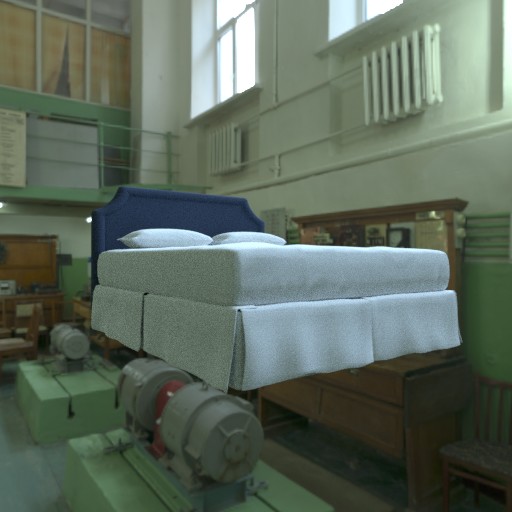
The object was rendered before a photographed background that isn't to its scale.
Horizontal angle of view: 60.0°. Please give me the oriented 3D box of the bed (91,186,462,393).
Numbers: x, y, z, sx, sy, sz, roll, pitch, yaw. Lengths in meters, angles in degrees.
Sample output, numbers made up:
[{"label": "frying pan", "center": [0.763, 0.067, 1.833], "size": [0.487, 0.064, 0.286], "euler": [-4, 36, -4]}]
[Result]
[{"label": "bed", "center": [0.000, 0.000, 4.105], "size": [2.350, 1.488, 2.773], "euler": [0, 0, -36]}]
